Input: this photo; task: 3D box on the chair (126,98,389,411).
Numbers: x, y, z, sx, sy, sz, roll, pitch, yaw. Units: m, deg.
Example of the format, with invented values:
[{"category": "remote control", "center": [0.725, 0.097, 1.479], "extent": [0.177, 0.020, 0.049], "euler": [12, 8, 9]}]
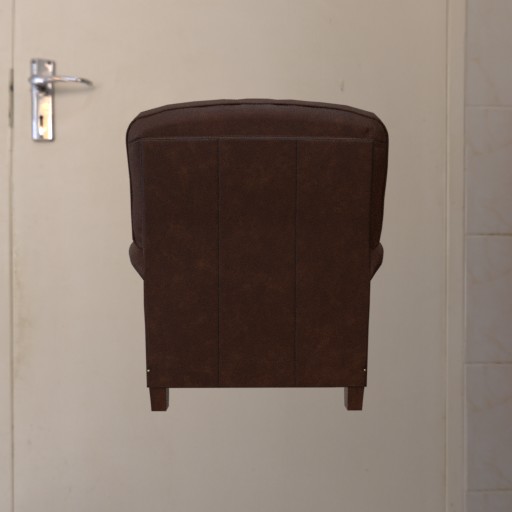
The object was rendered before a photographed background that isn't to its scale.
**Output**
[{"category": "chair", "center": [0.000, 0.000, 1.766], "extent": [0.936, 1.018, 0.986], "euler": [0, 0, -1]}]
